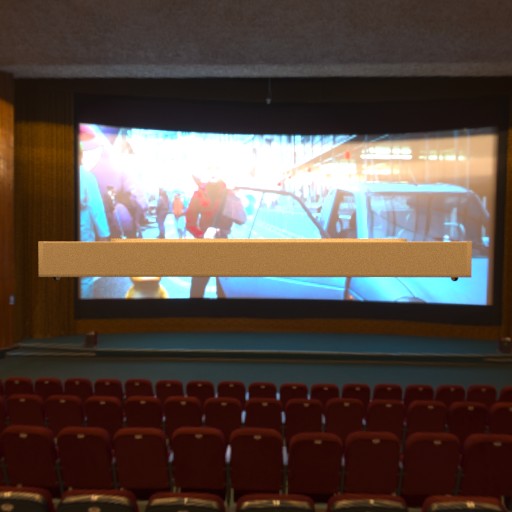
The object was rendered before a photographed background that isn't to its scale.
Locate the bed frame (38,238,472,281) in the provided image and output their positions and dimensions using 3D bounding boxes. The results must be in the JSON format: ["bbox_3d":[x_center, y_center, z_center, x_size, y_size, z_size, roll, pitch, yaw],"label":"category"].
[{"bbox_3d":[0.000,0.000,1.624,1.300,0.141,0.670,0,1,1],"label":"bed frame"}]
